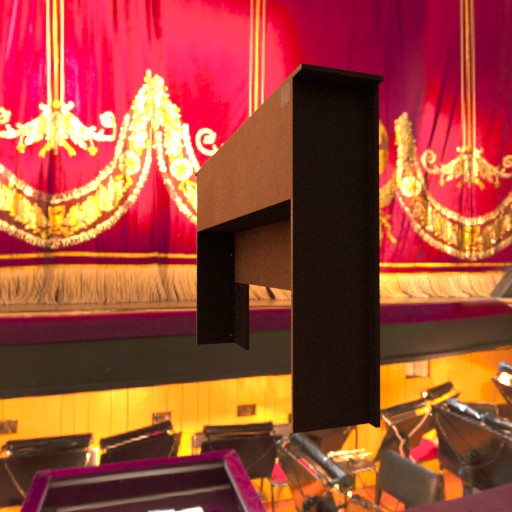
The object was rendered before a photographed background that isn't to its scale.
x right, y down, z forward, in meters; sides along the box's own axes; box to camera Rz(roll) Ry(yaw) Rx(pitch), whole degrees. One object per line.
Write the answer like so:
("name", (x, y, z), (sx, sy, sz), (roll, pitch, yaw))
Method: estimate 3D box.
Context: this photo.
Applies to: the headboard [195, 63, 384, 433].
("headboard", (0.000, 0.000, 2.113), (0.279, 1.092, 1.671), (0, -1, -18))
